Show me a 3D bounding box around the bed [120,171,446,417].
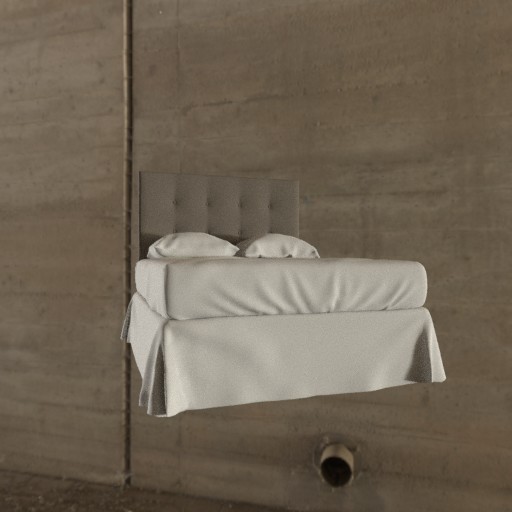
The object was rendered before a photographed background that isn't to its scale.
[{"bbox_3d":[0.000,0.000,3.447,1.936,1.577,2.222,0,0,-19],"label":"bed"}]
